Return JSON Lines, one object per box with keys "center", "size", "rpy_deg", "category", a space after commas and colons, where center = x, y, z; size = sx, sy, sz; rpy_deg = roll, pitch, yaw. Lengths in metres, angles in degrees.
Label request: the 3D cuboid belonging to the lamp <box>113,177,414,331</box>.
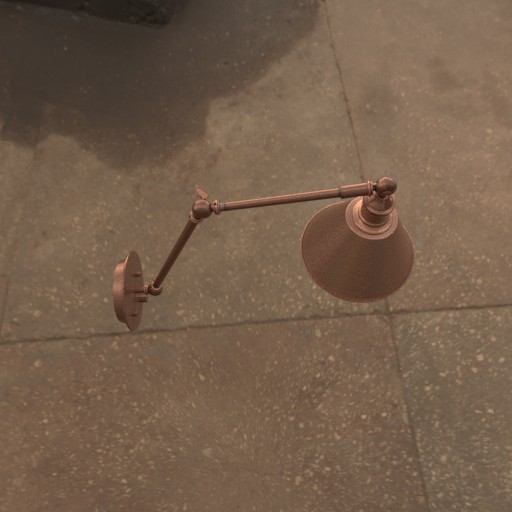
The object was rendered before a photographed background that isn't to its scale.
{"center": [0.000, 0.000, 0.891], "size": [0.624, 0.502, 0.223], "rpy_deg": [-2, 64, -1], "category": "lamp"}
